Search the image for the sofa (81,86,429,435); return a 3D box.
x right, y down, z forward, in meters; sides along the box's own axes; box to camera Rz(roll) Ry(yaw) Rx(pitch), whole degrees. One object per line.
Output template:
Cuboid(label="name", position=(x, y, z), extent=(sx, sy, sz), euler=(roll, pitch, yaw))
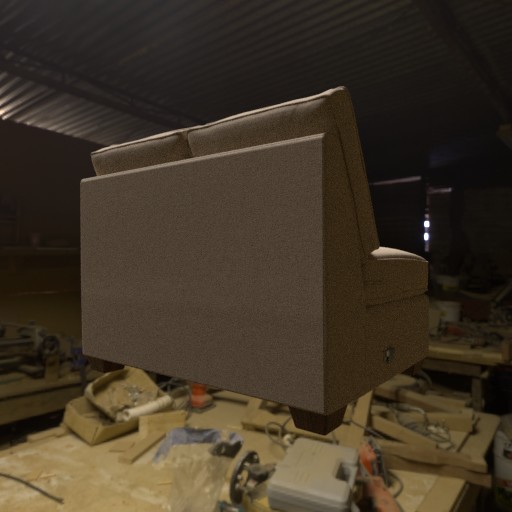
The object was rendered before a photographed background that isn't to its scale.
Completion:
Cuboid(label="sofa", position=(0.000, 0.000, 1.943), extent=(1.237, 1.008, 0.951), euler=(0, 0, 38))
